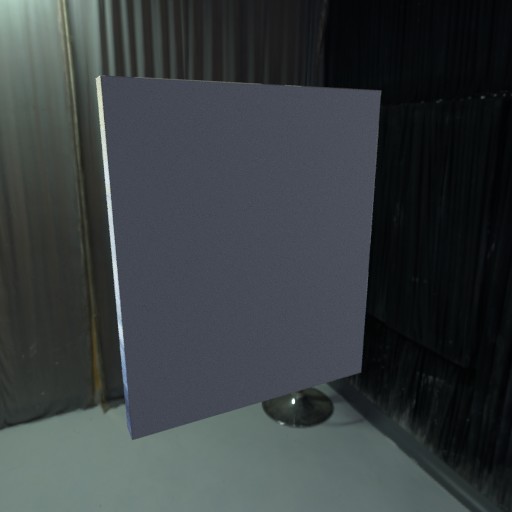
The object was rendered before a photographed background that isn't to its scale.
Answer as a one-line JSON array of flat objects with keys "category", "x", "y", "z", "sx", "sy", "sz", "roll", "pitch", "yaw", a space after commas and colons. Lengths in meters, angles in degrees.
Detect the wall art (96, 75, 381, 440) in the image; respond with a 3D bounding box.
[{"category": "wall art", "x": 0.000, "y": 0.000, "z": 0.707, "sx": 0.435, "sy": 0.511, "sz": 0.037, "roll": -8, "pitch": 17, "yaw": -26}]
